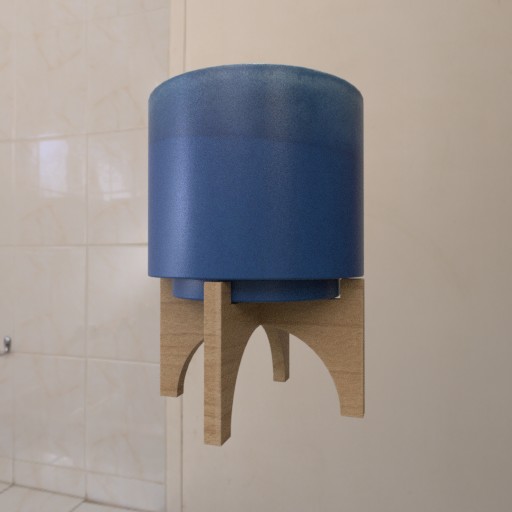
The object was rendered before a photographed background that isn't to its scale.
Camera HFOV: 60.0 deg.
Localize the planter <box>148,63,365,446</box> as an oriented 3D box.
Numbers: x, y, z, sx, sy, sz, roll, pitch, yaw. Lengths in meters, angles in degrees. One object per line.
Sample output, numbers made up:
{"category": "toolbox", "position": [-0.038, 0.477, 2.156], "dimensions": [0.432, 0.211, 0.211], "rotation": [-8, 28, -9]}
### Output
{"category": "planter", "position": [0.000, 0.000, 0.551], "dimensions": [0.261, 0.367, 0.261], "rotation": [0, -1, 0]}
